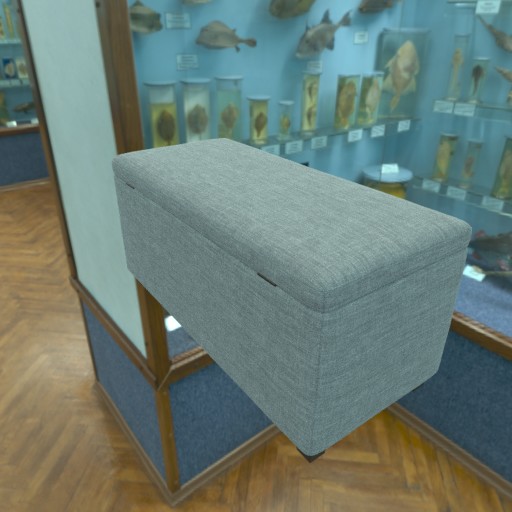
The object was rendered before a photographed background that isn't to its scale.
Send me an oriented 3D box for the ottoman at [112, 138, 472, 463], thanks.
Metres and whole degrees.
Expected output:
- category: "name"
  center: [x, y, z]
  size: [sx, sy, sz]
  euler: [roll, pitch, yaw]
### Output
- category: "ottoman"
  center: [0.000, 0.000, 1.143]
  size: [0.419, 0.432, 0.902]
  euler: [-19, 33, -31]
